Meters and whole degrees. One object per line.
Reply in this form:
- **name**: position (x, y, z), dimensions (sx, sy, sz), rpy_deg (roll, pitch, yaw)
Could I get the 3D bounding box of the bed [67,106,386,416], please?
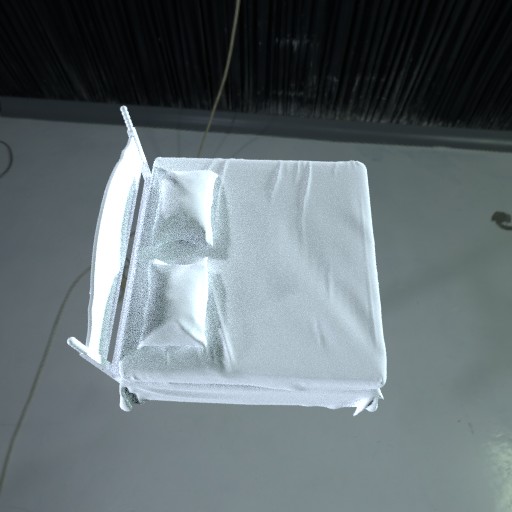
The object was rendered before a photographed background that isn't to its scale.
- **bed**: position (0.000, 0.000, 3.630), dimensions (2.219, 1.355, 2.322), rpy_deg (2, 63, 1)
